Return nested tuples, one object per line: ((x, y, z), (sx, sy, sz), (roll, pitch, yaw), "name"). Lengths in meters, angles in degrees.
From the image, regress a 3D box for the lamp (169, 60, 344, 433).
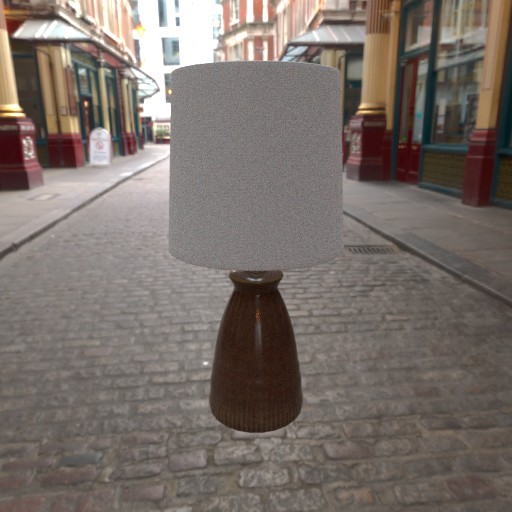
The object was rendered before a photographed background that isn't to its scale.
((0.000, 0.000, 0.483), (0.186, 0.369, 0.186), (0, 15, 0), "lamp")
